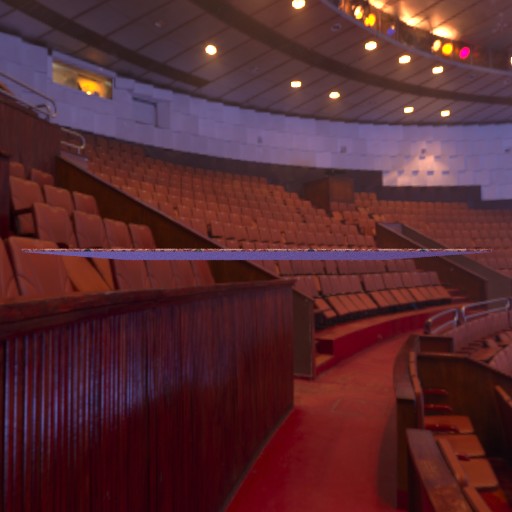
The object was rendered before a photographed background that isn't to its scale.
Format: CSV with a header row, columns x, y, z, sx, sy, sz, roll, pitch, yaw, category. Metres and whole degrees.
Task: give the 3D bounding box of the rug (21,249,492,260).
x,y,z,sx,sy,sz,roll,pitch,yaw,category
0.000,0.000,4.236,3.215,0.020,2.446,0,-2,0,rug
